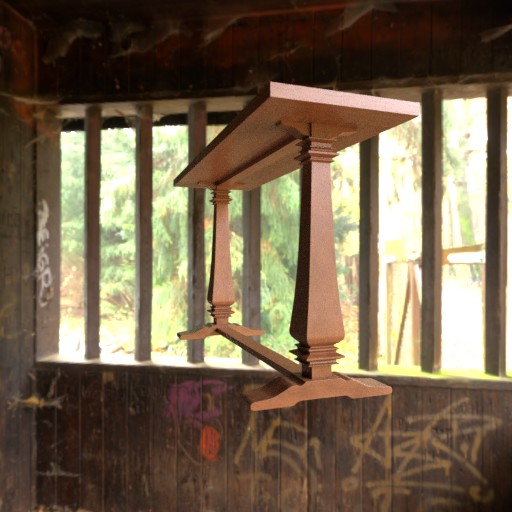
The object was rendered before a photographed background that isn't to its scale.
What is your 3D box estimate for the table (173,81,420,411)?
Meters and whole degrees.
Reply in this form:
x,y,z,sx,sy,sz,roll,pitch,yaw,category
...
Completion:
x,y,z,sx,sy,sz,roll,pitch,yaw,category
0.000,0.000,1.856,0.461,0.852,1.478,0,0,-20,table
